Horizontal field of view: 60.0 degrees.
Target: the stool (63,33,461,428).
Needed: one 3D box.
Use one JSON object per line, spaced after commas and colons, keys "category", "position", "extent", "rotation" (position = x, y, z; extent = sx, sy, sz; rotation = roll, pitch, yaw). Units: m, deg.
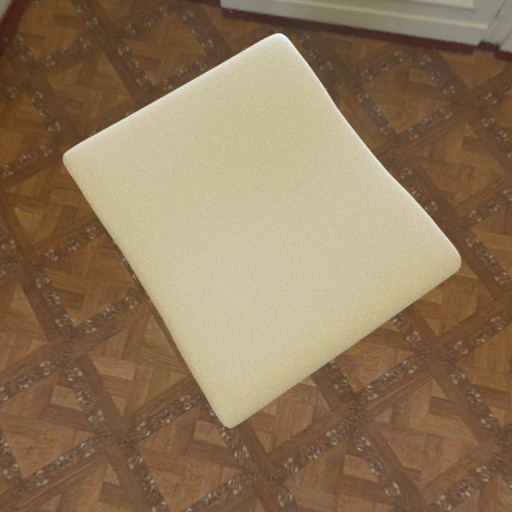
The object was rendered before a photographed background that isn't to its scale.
{"category": "stool", "position": [0.000, 0.000, 0.917], "extent": [0.401, 0.609, 0.471], "rotation": [-33, 78, -8]}
